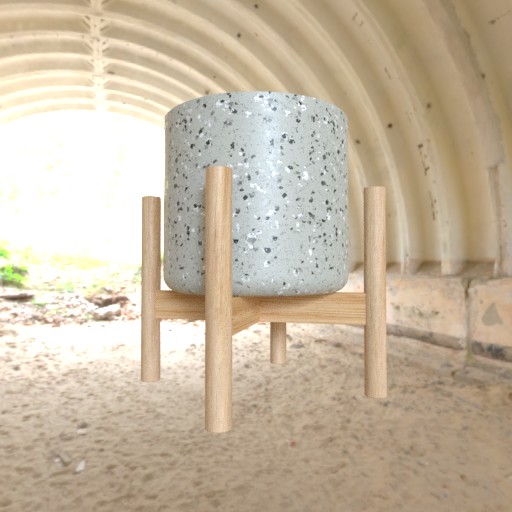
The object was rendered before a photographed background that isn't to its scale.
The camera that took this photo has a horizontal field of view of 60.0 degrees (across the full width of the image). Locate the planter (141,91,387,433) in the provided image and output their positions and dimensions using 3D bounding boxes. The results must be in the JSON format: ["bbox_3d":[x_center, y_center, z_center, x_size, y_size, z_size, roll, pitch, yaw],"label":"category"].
[{"bbox_3d":[0.000,0.000,0.544,0.284,0.320,0.284,-1,-2,37],"label":"planter"}]
